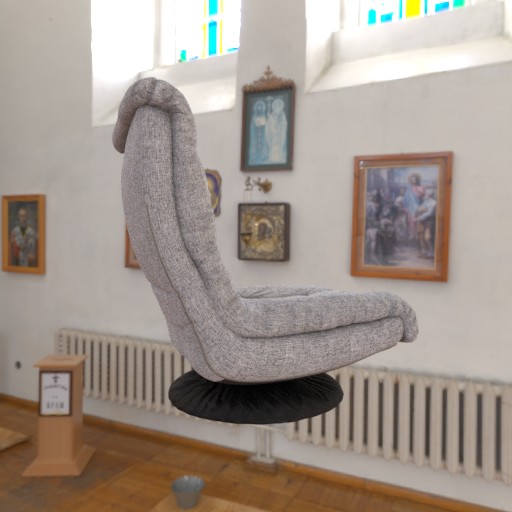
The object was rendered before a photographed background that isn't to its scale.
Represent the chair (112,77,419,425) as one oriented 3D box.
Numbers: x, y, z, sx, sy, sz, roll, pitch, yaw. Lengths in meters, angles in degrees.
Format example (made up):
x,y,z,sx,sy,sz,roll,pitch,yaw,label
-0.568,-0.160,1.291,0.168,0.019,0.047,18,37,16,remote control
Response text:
x,y,z,sx,sy,sz,roll,pitch,yaw,label
0.000,0.000,0.957,0.583,0.600,0.400,0,0,-20,chair
